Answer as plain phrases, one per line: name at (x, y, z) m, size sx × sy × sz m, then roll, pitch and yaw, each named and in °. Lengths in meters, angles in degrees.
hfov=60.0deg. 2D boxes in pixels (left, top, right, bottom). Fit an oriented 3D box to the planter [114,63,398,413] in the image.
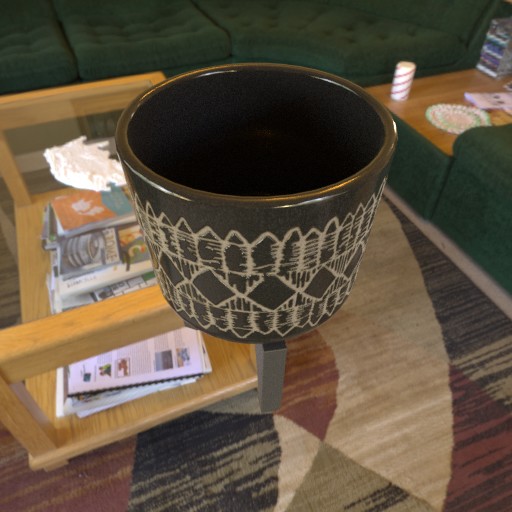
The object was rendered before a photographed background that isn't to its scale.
planter at (0.000, 0.000, 0.524) m, size 0.251 × 0.355 × 0.251 m, roll -31°, pitch 53°, yaw -27°
